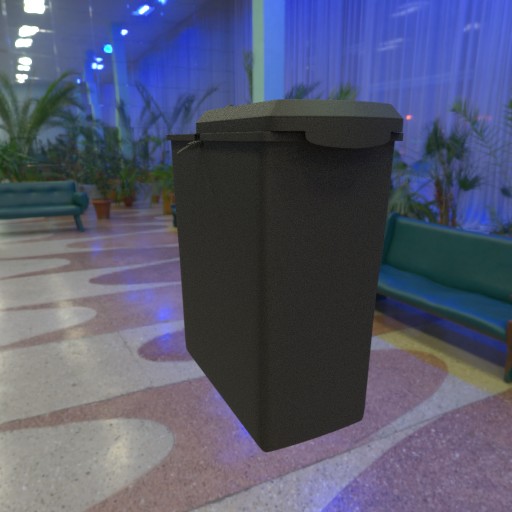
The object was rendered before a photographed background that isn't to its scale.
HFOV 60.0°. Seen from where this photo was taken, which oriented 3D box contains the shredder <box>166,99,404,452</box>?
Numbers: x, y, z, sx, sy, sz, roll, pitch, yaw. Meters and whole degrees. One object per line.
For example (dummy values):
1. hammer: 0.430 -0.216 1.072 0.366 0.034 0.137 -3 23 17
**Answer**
1. shredder: 0.000 0.000 0.520 0.170 0.335 0.320 -7 16 -25
